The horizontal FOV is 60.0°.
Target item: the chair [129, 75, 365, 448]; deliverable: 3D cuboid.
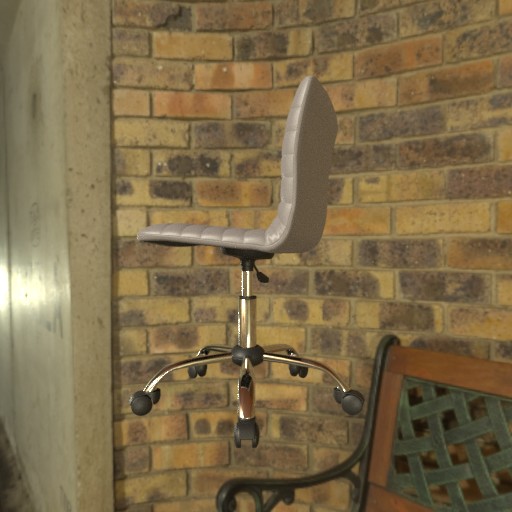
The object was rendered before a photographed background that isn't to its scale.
[{"bbox_3d":[0.000,0.000,1.134,0.542,0.750,0.569,0,1,18],"label":"chair"}]
